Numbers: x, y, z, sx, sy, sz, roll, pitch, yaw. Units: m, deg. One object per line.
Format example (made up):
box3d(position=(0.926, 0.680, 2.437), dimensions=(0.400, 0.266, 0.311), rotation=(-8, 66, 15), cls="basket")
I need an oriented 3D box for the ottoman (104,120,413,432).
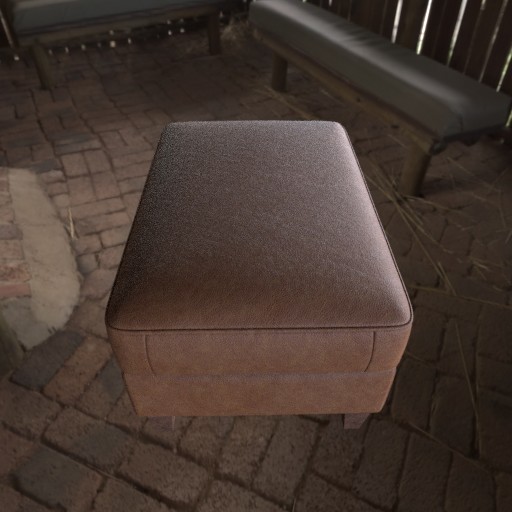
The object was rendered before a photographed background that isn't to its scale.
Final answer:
box3d(position=(0.000, 0.000, 1.210), dimensions=(0.584, 0.483, 0.864), rotation=(-1, 41, -1), cls="ottoman")
